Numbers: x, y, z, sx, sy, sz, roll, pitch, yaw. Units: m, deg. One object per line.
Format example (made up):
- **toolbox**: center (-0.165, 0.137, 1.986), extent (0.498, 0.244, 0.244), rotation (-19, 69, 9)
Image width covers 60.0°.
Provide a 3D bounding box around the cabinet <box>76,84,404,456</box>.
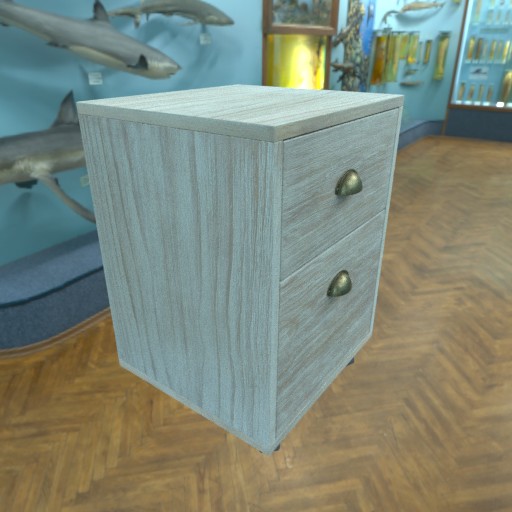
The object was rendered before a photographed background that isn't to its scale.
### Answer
- **cabinet**: center (0.000, 0.000, 0.861), extent (0.401, 0.579, 0.409), rotation (18, 31, 32)
